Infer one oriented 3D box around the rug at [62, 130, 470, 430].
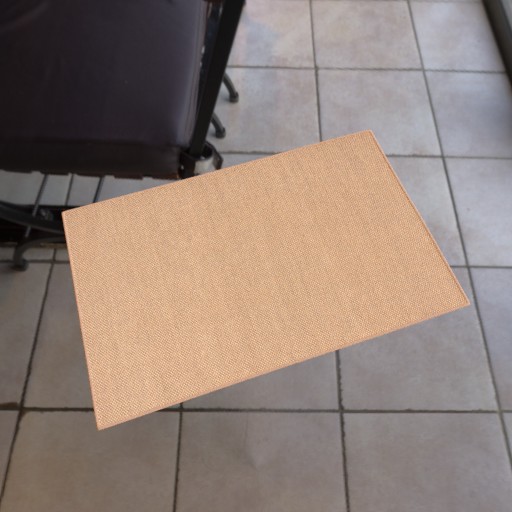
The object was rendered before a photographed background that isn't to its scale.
[{"bbox_3d":[0.000,0.000,2.088,1.676,0.013,1.067,-17,65,-8],"label":"rug"}]
